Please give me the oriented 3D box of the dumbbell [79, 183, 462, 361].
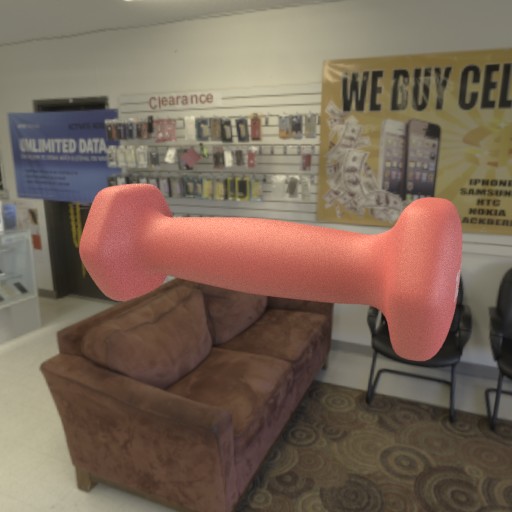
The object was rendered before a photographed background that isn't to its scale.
[{"bbox_3d":[0.000,0.000,0.147,0.123,0.043,0.047,7,16,26],"label":"dumbbell"}]
